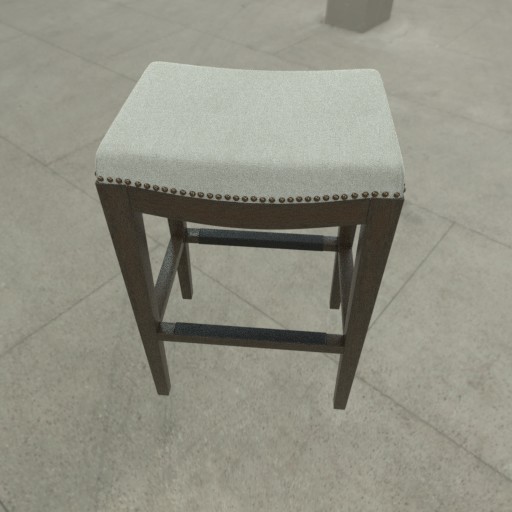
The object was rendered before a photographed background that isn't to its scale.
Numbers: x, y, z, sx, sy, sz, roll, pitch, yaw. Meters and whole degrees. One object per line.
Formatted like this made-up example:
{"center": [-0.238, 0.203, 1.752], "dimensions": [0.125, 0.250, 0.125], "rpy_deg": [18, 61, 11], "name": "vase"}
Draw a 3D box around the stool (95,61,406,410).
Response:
{"center": [0.000, 0.000, 1.031], "dimensions": [0.498, 0.759, 0.358], "rpy_deg": [3, 46, 3], "name": "stool"}
